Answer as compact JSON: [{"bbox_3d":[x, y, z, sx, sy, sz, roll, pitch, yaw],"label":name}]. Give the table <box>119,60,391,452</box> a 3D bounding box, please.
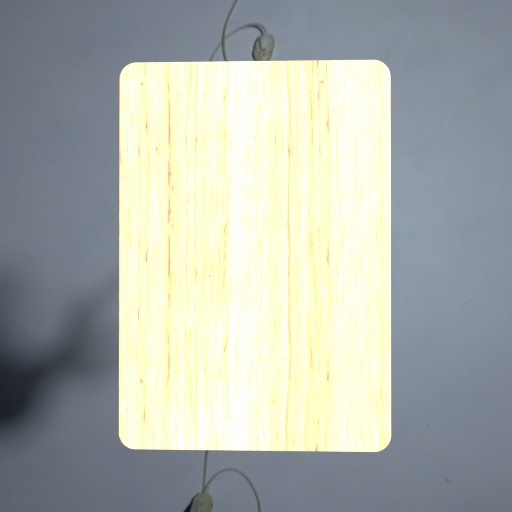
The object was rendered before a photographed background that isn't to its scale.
[{"bbox_3d":[0.000,0.000,1.356,0.696,0.445,0.997,0,90,1],"label":"table"}]
